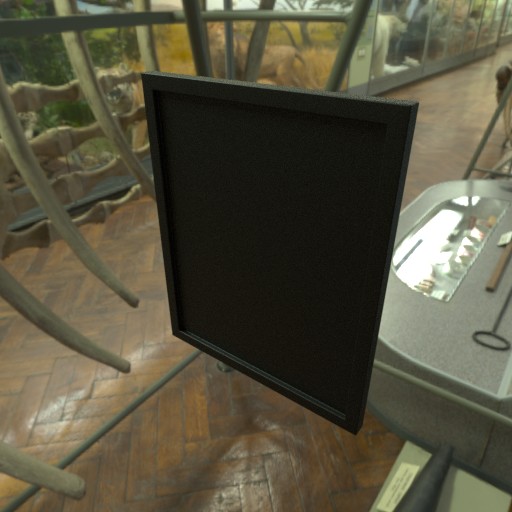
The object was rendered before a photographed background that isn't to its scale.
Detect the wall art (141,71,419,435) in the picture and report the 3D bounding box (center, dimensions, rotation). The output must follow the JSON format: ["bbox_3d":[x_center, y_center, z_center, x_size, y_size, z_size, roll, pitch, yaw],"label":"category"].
[{"bbox_3d":[0.000,0.000,0.765,0.457,0.559,0.028,20,35,31],"label":"wall art"}]
